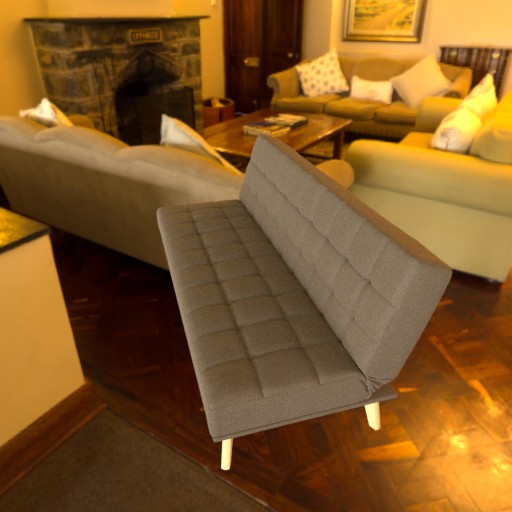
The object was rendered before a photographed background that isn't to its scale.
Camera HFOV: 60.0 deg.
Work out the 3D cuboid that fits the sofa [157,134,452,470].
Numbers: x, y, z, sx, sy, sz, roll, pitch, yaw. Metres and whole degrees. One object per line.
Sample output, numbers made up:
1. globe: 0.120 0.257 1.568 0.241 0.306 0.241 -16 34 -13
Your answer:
1. sofa: 0.000 0.000 2.288 0.860 0.810 1.800 -8 30 -14
